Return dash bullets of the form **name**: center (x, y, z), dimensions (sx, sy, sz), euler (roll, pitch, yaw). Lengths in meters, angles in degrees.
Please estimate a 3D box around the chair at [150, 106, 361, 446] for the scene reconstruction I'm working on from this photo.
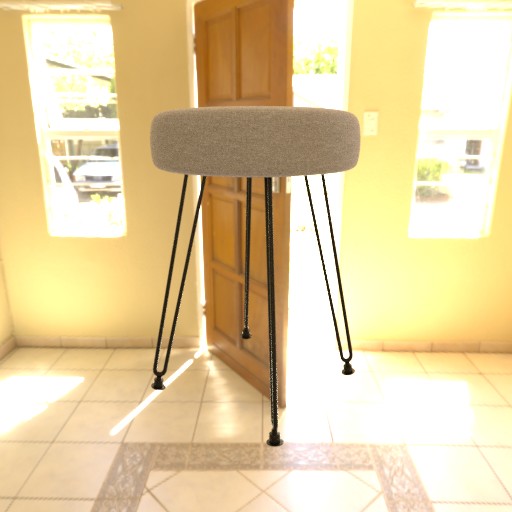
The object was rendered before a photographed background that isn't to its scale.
- **chair**: center (0.000, 0.000, 0.698), dimensions (0.350, 0.440, 0.350), euler (-2, 16, -8)
